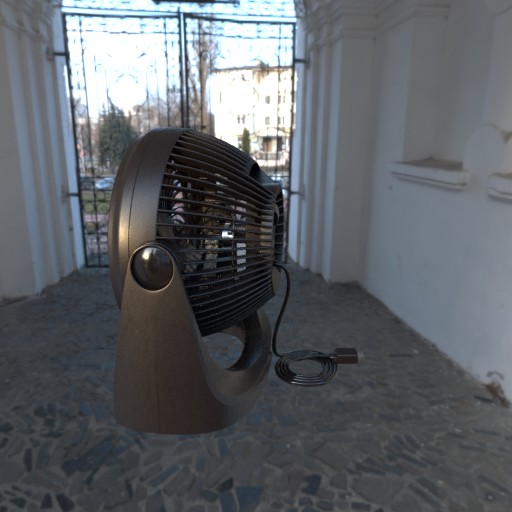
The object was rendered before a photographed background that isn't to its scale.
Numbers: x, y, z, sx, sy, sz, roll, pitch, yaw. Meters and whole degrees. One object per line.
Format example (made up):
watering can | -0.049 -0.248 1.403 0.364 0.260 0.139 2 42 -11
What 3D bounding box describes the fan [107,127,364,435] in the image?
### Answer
fan | 0.000 0.000 0.494 0.256 0.277 0.273 2 15 9
